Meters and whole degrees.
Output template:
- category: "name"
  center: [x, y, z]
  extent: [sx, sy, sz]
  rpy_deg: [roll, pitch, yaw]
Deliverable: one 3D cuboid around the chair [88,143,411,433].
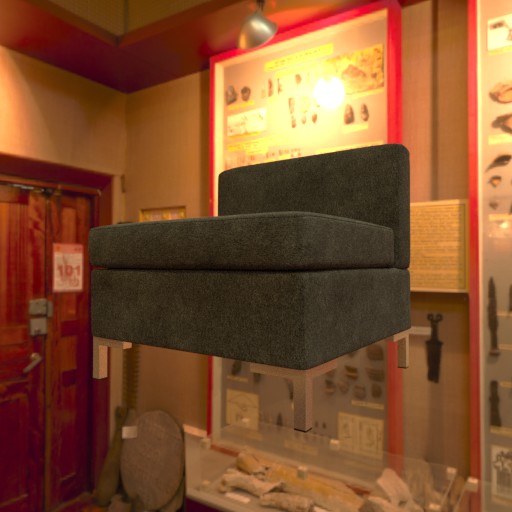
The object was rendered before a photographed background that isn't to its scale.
- category: "chair"
  center: [0.000, 0.000, 1.253]
  extent: [0.680, 0.660, 0.680]
  rpy_deg: [-1, -1, 36]
